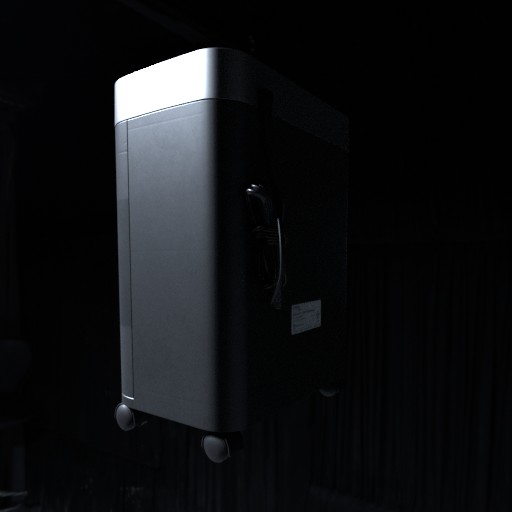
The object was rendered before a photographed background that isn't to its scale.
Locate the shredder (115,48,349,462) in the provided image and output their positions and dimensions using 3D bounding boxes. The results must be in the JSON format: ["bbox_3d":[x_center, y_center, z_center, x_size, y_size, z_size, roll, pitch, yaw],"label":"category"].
[{"bbox_3d":[0.000,0.000,0.594,0.237,0.419,0.311,0,0,35],"label":"shredder"}]
